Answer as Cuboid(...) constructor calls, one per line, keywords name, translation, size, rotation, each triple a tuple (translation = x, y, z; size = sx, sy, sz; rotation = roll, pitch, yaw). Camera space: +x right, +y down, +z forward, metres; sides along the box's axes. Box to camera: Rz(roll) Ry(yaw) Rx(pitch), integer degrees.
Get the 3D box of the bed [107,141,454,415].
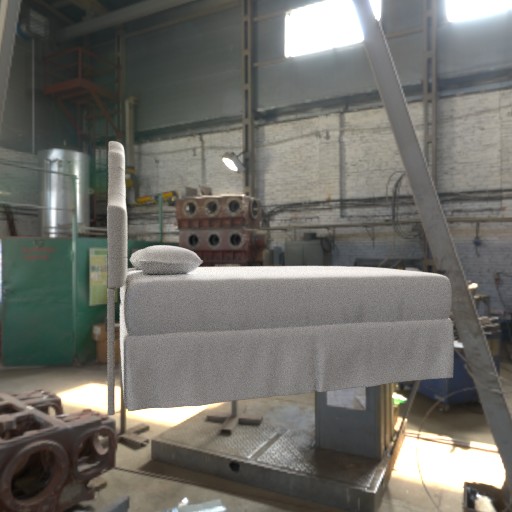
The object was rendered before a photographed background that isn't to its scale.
Cuboid(name="bed", translation=(0.000, 0.000, 3.519), size=(2.214, 1.615, 2.008), rotation=(0, 0, -18))
